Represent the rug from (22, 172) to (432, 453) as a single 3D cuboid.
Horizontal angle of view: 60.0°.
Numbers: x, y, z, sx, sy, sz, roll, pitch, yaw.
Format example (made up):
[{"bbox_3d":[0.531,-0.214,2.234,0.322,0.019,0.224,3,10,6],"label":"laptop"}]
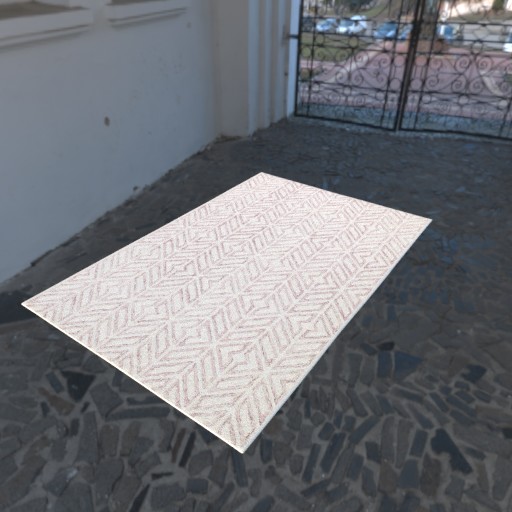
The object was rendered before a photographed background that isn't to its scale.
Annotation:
[{"bbox_3d":[0.000,0.000,2.265,1.220,0.007,1.828,21,39,29],"label":"rug"}]
